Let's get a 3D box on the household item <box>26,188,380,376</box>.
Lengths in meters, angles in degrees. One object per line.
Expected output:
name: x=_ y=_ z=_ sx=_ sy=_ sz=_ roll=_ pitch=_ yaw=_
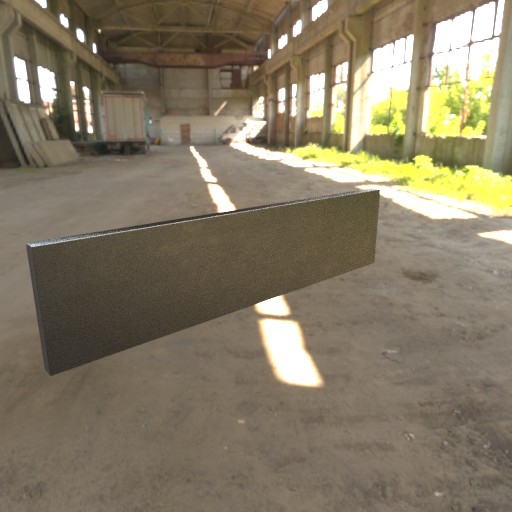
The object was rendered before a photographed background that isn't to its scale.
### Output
household item: x=0.000 y=0.000 z=1.078 sx=1.001 sy=0.236 sz=0.030 roll=-14 pitch=22 yaw=-40
